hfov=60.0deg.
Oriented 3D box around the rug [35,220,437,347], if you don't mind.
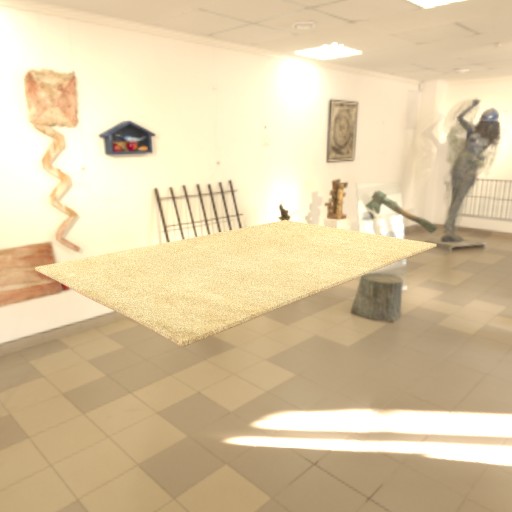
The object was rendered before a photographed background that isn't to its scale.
[{"bbox_3d":[0.000,0.000,3.023,1.500,0.025,2.346,14,20,43],"label":"rug"}]
